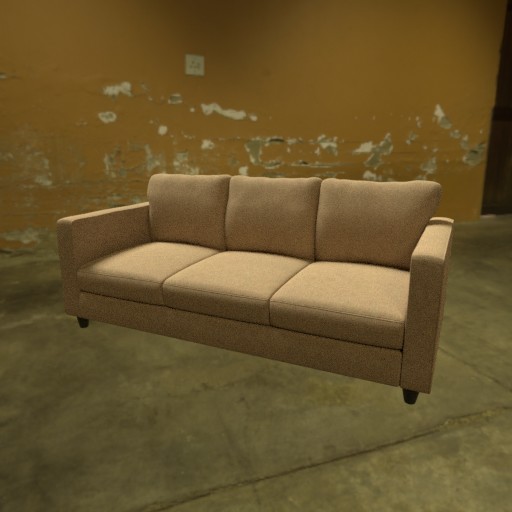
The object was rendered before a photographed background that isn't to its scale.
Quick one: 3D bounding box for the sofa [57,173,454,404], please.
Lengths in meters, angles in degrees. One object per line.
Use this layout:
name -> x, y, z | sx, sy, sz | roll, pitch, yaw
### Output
sofa -> 0.000, 0.000, 2.328 | 1.855, 0.800, 0.930 | 7, 16, 24
